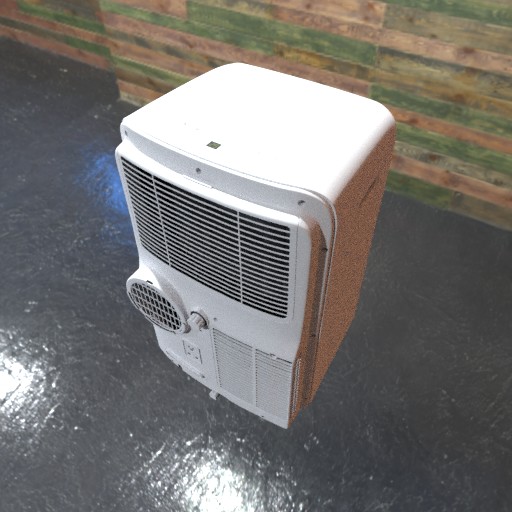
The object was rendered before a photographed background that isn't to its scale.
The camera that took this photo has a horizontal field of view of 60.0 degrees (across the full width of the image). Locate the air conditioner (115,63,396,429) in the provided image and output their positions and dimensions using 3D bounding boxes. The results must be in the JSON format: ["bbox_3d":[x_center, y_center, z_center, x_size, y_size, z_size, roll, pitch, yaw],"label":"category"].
[{"bbox_3d":[0.000,0.000,1.067,0.478,0.765,0.467,25,52,21],"label":"air conditioner"}]
